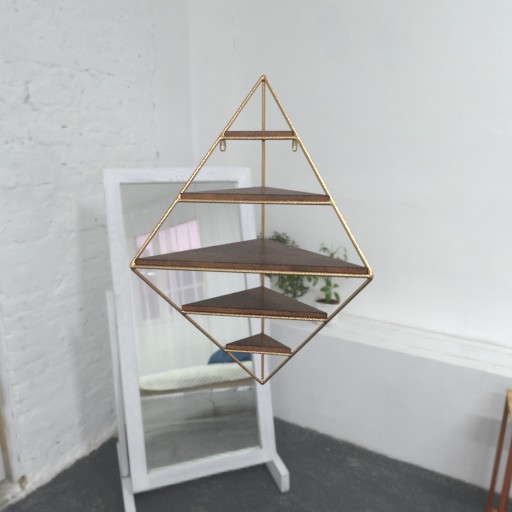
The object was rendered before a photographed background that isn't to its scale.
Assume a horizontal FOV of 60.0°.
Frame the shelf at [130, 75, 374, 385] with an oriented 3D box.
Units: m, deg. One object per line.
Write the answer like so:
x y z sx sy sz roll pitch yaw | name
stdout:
0.000 0.000 1.149 0.564 0.913 0.294 2 15 8 | shelf
